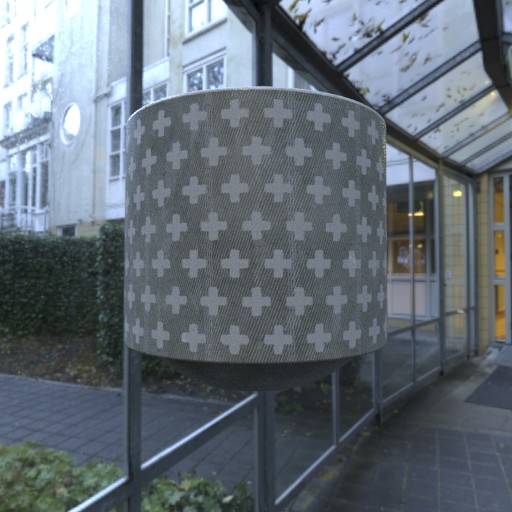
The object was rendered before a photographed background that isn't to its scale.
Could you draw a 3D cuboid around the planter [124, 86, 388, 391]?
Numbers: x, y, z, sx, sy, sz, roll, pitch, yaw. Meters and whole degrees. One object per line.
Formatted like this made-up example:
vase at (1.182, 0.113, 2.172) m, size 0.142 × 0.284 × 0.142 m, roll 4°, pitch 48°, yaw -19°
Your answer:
planter at (0.000, 0.000, 0.441) m, size 0.250 × 0.239 × 0.250 m, roll 0°, pitch -1°, yaw 0°
